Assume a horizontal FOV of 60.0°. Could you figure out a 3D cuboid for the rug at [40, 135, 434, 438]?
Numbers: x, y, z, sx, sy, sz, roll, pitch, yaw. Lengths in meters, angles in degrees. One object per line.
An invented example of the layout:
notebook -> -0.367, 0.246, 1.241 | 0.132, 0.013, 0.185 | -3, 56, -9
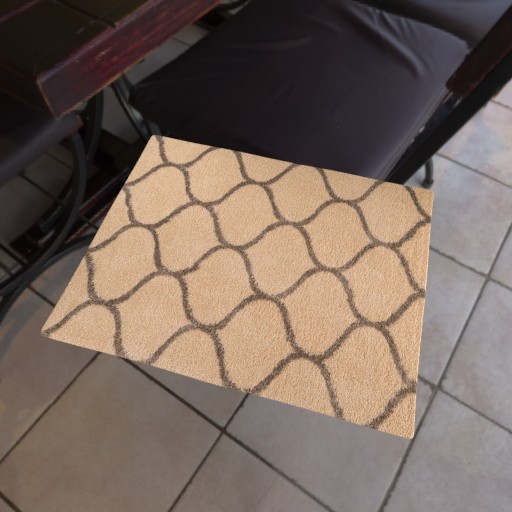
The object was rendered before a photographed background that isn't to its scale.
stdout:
rug -> 0.000, 0.000, 4.000 | 3.000, 0.026, 2.399 | 13, 59, 8
